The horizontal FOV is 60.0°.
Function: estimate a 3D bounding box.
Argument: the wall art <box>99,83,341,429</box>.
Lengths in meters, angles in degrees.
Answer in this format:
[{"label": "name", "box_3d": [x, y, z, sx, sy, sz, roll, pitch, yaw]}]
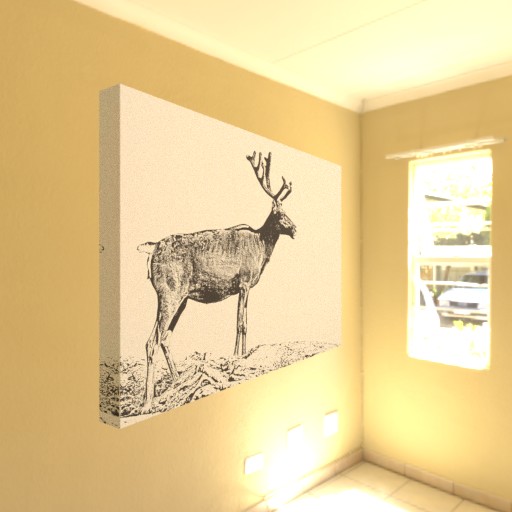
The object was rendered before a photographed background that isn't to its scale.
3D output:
[{"label": "wall art", "box_3d": [0.000, 0.000, 0.788, 0.042, 0.414, 0.608, 0, 0, 36]}]
